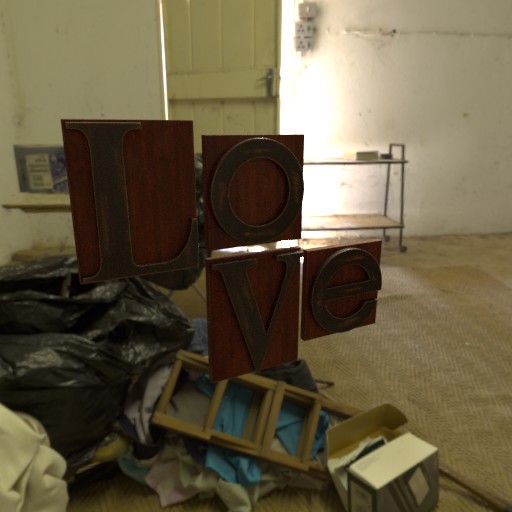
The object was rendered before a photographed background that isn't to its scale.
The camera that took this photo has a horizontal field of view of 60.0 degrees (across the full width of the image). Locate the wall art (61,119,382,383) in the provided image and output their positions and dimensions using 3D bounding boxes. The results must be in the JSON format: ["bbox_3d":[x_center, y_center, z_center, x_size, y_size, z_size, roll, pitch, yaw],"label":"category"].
[{"bbox_3d":[0.000,0.000,0.851,0.635,0.497,0.030,-8,18,-26],"label":"wall art"}]
